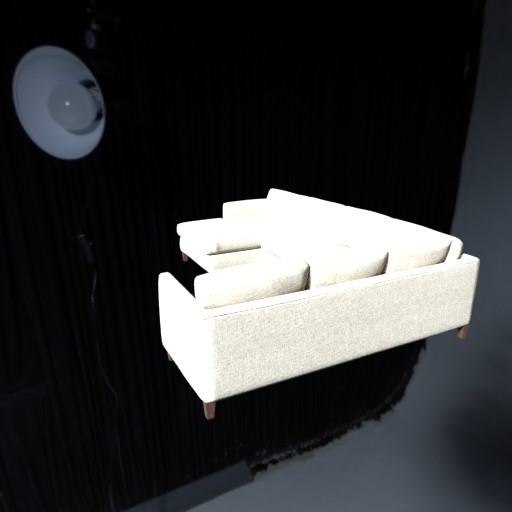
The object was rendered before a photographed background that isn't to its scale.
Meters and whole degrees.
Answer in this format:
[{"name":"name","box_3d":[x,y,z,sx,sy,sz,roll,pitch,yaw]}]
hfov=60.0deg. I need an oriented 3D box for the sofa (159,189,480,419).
[{"name":"sofa","box_3d":[0.000,0.000,4.729,2.593,0.959,3.460,-9,19,-26]}]
